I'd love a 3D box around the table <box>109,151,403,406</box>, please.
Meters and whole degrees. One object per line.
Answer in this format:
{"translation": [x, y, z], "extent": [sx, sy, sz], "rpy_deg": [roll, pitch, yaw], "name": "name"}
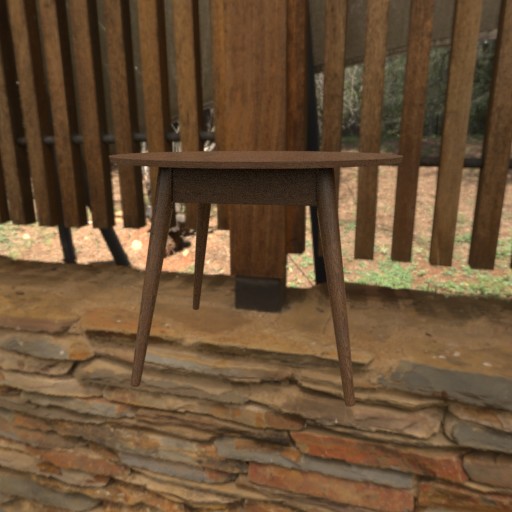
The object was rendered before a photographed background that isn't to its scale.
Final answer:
{"translation": [0.000, 0.000, 1.763], "extent": [1.053, 0.786, 1.053], "rpy_deg": [0, 15, 0], "name": "table"}
